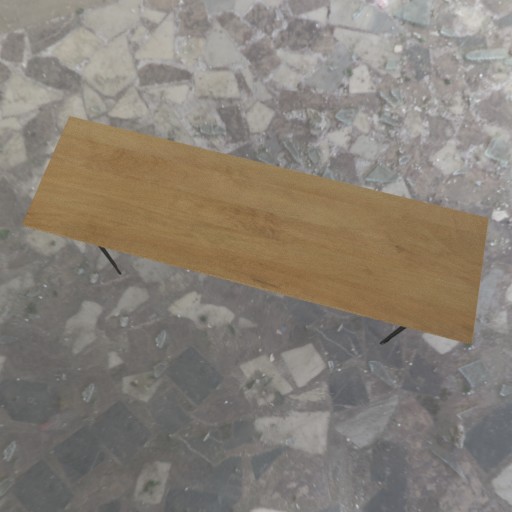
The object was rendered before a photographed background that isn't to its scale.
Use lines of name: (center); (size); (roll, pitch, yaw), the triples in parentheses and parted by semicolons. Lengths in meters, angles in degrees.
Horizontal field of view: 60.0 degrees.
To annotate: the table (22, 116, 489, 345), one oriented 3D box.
table: (0.000, 0.000, 1.764); (1.400, 0.799, 0.399); (15, 75, 4)
